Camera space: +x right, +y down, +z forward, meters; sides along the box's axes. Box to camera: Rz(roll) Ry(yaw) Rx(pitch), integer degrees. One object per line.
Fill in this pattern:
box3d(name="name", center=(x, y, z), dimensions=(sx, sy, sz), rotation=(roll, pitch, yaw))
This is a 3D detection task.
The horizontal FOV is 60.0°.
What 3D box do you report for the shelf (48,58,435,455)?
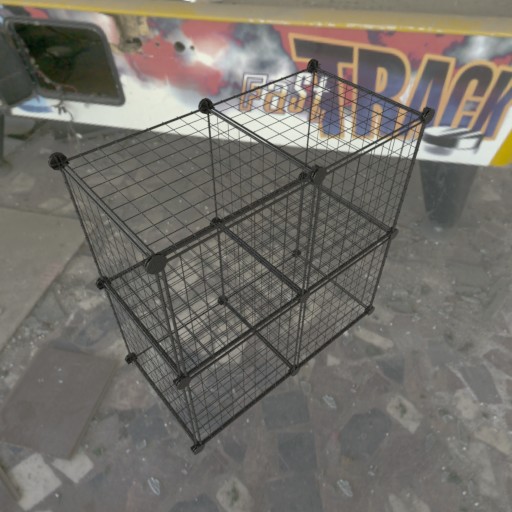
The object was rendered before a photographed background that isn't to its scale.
box3d(name="shelf", center=(0.000, 0.000, 1.131), dimensions=(0.711, 0.711, 0.356), rotation=(-31, 53, -27))
